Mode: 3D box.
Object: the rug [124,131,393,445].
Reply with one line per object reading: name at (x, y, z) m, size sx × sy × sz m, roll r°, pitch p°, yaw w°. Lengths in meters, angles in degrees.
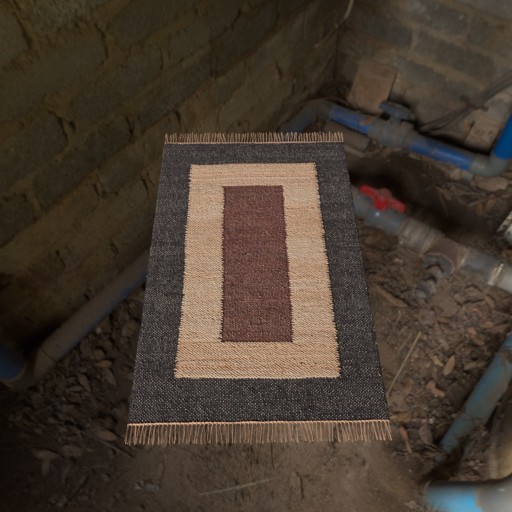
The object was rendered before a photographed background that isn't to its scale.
rug at (0.000, 0.000, 2.543) m, size 1.224 × 0.027 × 2.021 m, roll -1°, pitch 58°, yaw 0°
